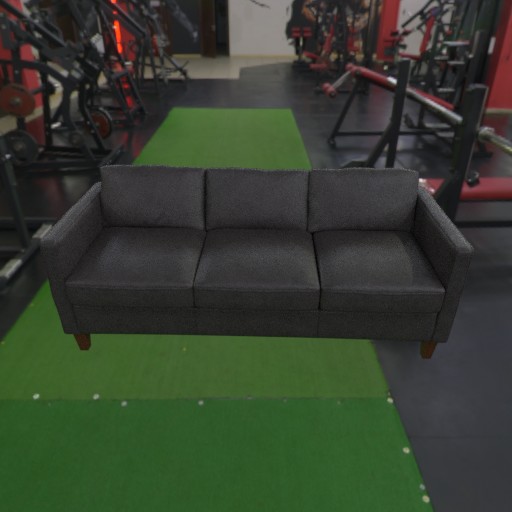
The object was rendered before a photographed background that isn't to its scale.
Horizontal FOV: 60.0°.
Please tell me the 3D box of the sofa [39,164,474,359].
[{"bbox_3d":[0.000,0.000,3.005,2.464,1.006,1.045,1,30,2],"label":"sofa"}]
